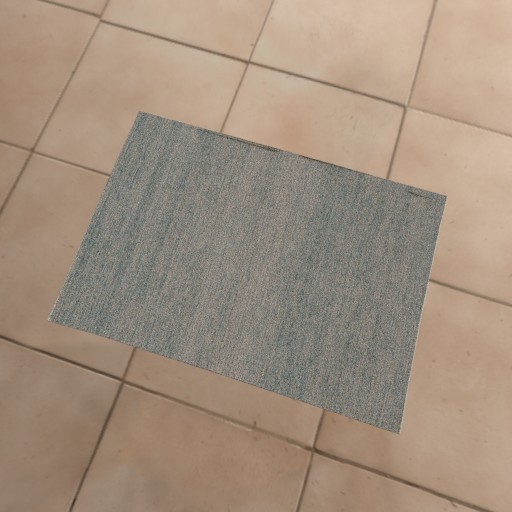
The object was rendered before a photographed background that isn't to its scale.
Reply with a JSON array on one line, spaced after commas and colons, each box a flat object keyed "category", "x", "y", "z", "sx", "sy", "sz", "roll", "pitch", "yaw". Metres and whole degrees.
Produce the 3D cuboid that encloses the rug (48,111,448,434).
[{"category": "rug", "x": 0.000, "y": 0.000, "z": 2.950, "sx": 2.306, "sy": 0.030, "sz": 1.613, "roll": 17, "pitch": 75, "yaw": 5}]
